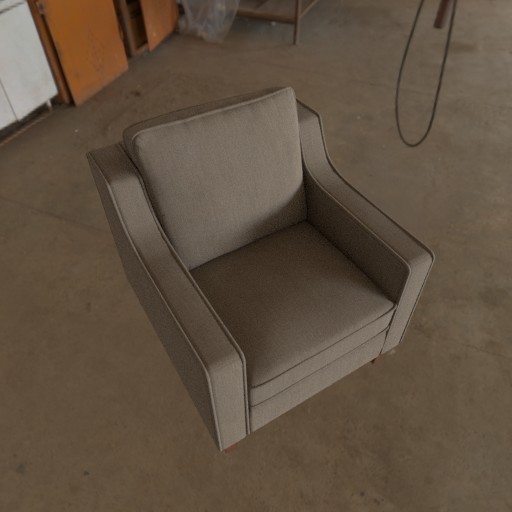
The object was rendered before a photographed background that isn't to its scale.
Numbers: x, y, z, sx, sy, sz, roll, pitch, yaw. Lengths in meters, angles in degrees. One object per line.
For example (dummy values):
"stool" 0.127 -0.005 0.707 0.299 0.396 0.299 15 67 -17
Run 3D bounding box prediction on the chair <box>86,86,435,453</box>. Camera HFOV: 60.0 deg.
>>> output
"chair" 0.000 0.000 1.648 0.831 0.960 0.909 -24 51 -21
